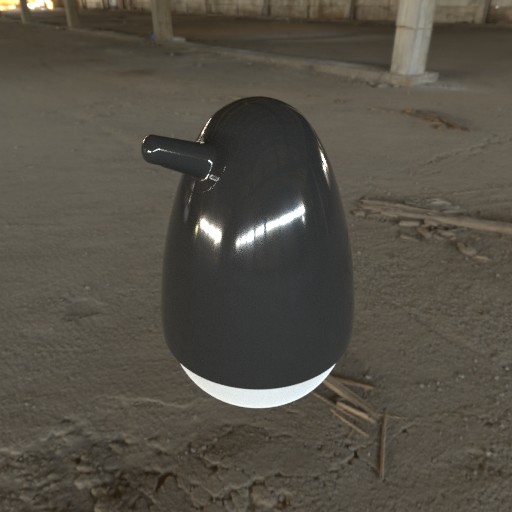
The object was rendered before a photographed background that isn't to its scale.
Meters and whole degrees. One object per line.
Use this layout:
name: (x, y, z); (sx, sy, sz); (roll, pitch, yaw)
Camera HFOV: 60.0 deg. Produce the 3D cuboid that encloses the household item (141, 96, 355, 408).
household item: (0.000, 0.000, 0.221); (0.104, 0.152, 0.102); (-21, 36, -31)
